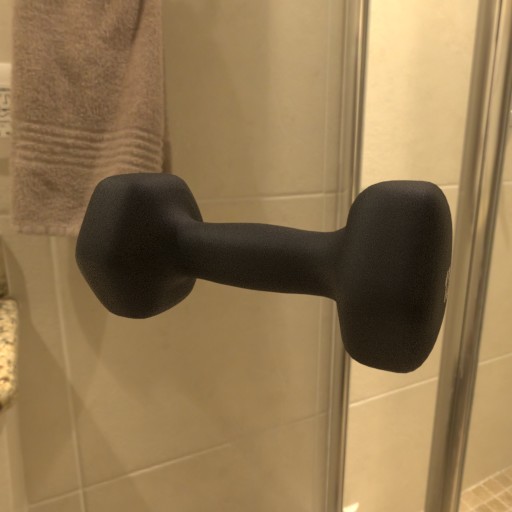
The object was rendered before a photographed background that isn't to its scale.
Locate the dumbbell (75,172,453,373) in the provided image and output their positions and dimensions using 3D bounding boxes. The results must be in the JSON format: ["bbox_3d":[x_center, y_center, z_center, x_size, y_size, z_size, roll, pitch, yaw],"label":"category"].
[{"bbox_3d":[0.000,0.000,0.287,0.231,0.101,0.112,7,15,25],"label":"dumbbell"}]
